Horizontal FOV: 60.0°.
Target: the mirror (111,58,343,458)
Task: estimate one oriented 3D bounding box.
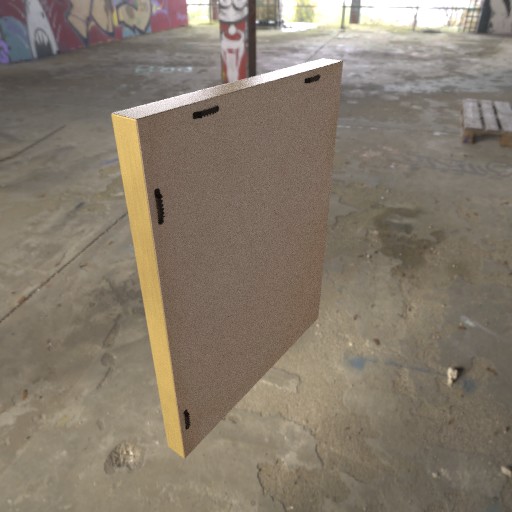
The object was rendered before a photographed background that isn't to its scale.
[{"bbox_3d":[0.000,0.000,0.679,0.041,0.508,0.405,21,38,30],"label":"mirror"}]
